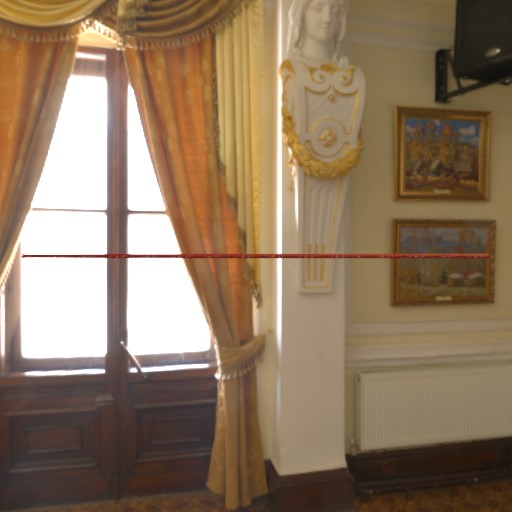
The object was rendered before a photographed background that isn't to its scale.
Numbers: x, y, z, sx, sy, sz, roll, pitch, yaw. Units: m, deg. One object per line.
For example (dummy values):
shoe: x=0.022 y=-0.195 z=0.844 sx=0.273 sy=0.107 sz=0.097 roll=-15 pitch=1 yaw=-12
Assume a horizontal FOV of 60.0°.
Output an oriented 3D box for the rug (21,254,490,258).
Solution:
rug: x=0.000 y=0.000 z=3.893 sx=2.905 sy=0.028 sz=2.340 roll=0 pitch=0 yaw=0
